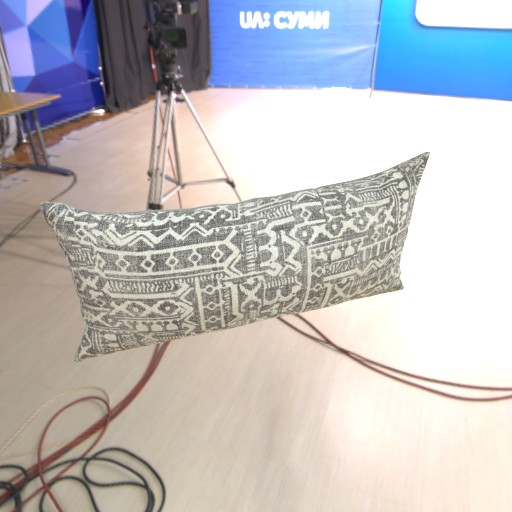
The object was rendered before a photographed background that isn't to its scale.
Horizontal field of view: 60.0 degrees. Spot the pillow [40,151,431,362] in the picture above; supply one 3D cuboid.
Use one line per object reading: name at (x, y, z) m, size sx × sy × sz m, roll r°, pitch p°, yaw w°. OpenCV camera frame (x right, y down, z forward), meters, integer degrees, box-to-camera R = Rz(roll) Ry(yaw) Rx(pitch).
pillow at (0.000, 0.000, 0.737) m, size 0.631 × 0.290 × 0.148 m, roll -10°, pitch 35°, yaw -15°
